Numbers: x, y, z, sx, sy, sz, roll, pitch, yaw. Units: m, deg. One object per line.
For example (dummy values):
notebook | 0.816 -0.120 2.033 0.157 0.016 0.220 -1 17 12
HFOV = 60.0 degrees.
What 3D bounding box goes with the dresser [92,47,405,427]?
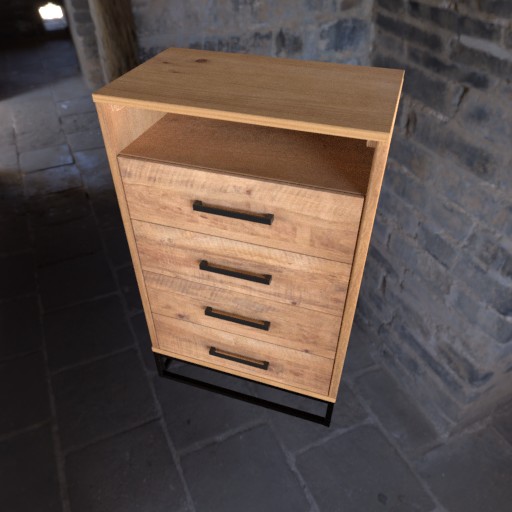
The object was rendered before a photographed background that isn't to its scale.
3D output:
dresser | 0.000 0.000 1.610 0.761 1.240 0.479 12 42 14
